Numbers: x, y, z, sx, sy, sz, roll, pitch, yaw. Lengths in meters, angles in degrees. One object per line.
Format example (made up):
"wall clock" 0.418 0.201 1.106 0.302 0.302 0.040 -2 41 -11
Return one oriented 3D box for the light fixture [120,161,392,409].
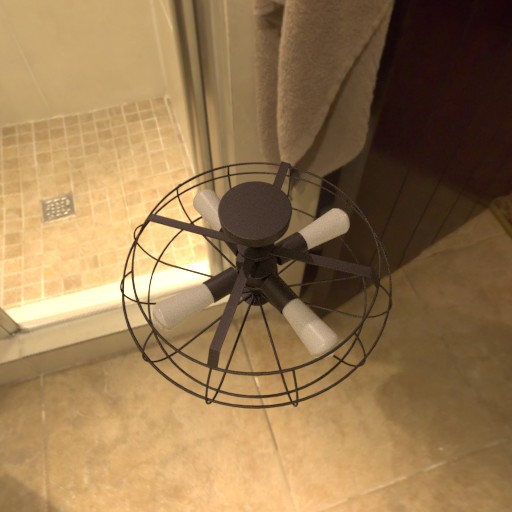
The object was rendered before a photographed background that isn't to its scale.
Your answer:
"light fixture" 0.000 0.000 0.916 0.582 0.311 0.582 0 57 0
